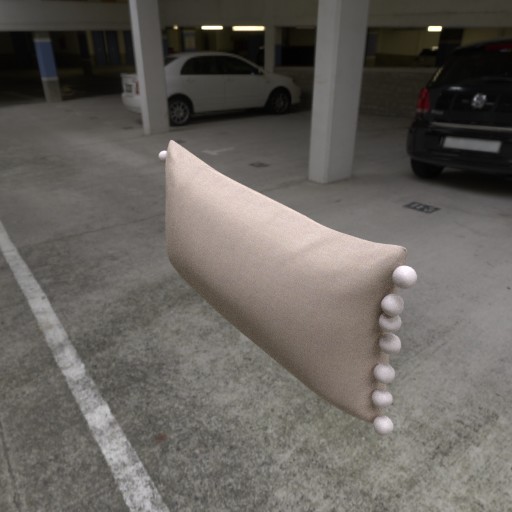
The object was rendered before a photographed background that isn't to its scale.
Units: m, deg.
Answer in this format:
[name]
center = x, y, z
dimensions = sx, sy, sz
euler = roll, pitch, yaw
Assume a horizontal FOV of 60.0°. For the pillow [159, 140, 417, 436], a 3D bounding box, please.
[pillow]
center = 0.000, 0.000, 0.848
dimensions = 0.201, 0.322, 0.709
euler = -18, 33, -31
